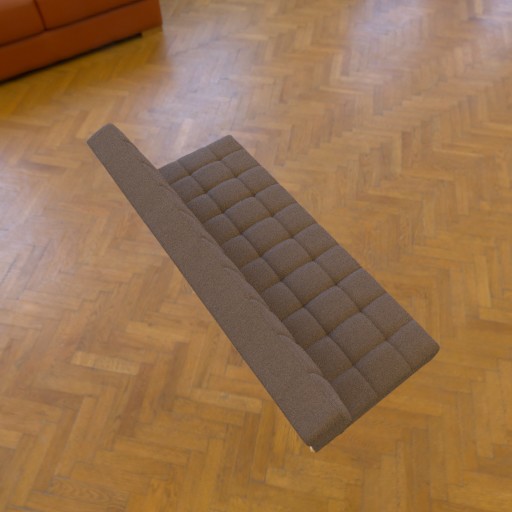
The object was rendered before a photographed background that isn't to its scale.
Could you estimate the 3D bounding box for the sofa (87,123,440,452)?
[{"bbox_3d":[0.000,0.000,2.280,0.860,0.810,1.800,-31,62,-19],"label":"sofa"}]
